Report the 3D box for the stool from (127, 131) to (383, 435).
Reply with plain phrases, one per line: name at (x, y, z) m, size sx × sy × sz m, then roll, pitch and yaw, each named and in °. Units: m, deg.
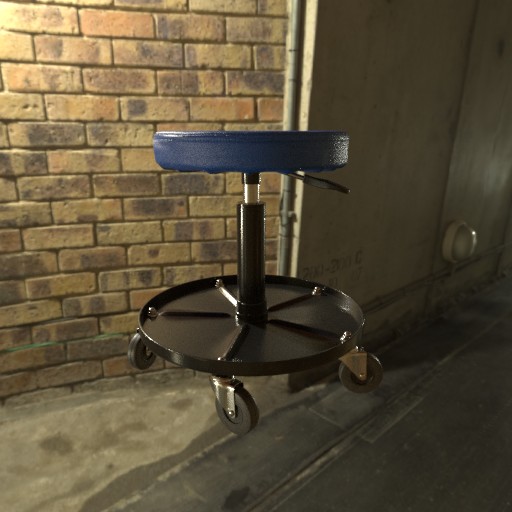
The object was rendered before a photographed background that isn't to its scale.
stool at (0.000, 0.000, 0.672) m, size 0.382 × 0.365 × 0.381 m, roll 2°, pitch 16°, yaw 8°
